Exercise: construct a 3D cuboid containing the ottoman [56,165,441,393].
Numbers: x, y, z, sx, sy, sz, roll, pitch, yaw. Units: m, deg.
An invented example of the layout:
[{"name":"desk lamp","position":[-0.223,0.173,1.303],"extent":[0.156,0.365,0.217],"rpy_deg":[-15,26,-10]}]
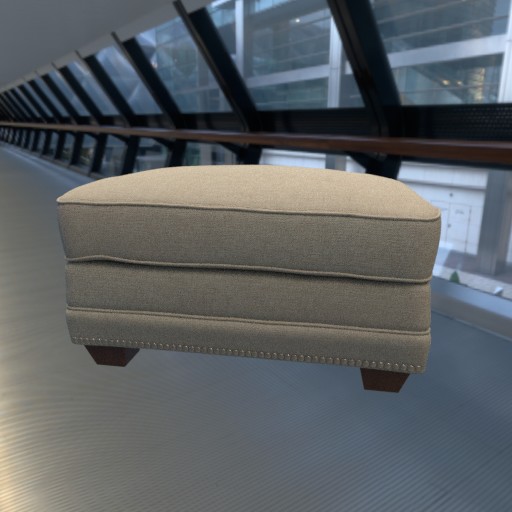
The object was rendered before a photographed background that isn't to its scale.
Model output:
[{"name":"ottoman","position":[0.000,0.000,1.167],"extent":[0.813,0.458,0.559],"rpy_deg":[3,16,10]}]
